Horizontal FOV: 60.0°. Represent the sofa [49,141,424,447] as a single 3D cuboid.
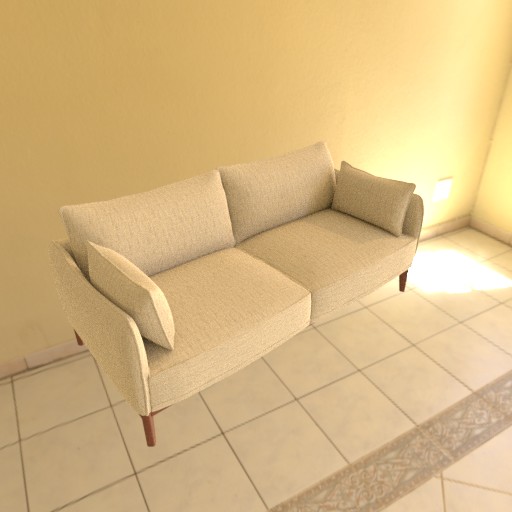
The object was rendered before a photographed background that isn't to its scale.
[{"bbox_3d":[0.000,0.000,2.532,1.989,0.860,0.991,-23,38,-33],"label":"sofa"}]
